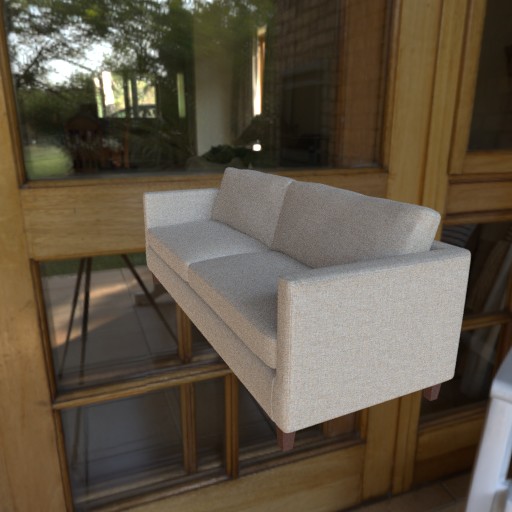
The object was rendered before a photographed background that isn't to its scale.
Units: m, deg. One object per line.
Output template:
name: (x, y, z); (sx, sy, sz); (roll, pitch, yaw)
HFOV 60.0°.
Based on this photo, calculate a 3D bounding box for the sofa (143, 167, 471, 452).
sofa: (0.000, 0.000, 2.841); (0.951, 0.965, 2.434); (-8, 18, -25)
